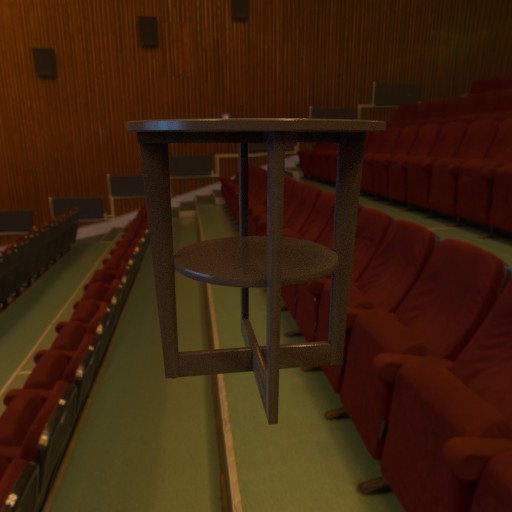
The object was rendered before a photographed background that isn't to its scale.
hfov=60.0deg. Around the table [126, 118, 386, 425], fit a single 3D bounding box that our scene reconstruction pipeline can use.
[{"bbox_3d":[0.000,0.000,0.956,0.500,0.550,0.500,0,15,0],"label":"table"}]
